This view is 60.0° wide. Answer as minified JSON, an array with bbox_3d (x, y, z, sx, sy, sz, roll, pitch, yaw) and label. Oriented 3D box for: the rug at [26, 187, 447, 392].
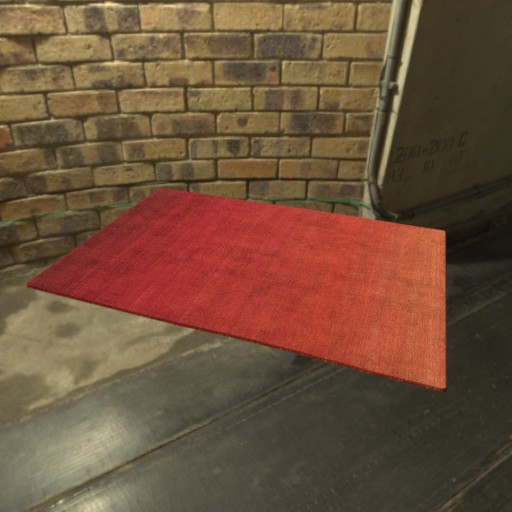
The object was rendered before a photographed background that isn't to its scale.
[{"bbox_3d":[0.000,0.000,2.275,1.835,0.018,1.230,11,33,17],"label":"rug"}]
